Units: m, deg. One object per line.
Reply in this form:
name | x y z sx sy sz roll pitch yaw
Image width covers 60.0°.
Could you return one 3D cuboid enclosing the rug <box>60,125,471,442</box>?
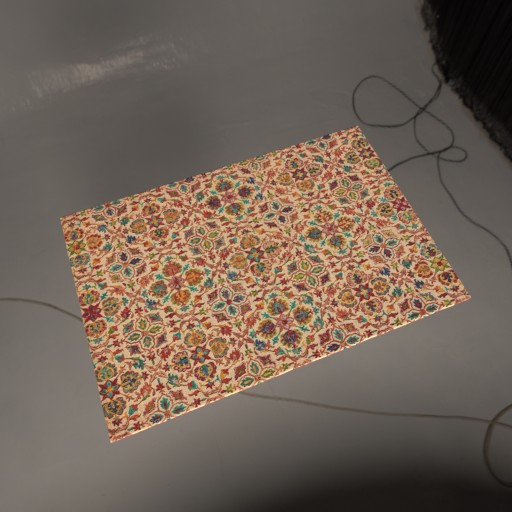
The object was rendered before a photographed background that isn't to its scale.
rug | 0.000 0.000 2.914 2.297 0.018 1.541 -19 64 -10
